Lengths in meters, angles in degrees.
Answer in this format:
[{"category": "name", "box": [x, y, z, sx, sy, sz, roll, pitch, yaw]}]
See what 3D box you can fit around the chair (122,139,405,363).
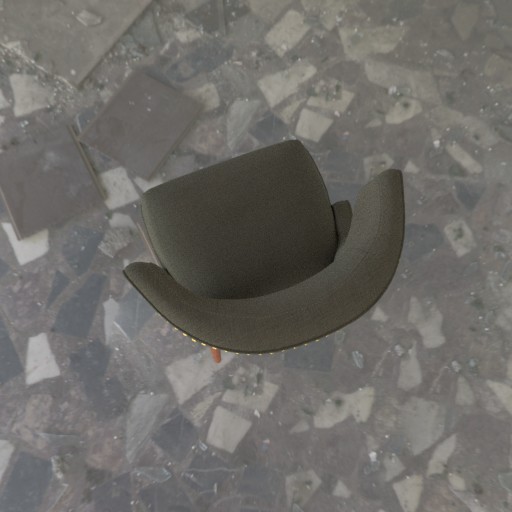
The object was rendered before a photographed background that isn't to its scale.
[{"category": "chair", "box": [0.000, 0.000, 1.231, 0.595, 0.863, 0.581, -21, 75, -6]}]
